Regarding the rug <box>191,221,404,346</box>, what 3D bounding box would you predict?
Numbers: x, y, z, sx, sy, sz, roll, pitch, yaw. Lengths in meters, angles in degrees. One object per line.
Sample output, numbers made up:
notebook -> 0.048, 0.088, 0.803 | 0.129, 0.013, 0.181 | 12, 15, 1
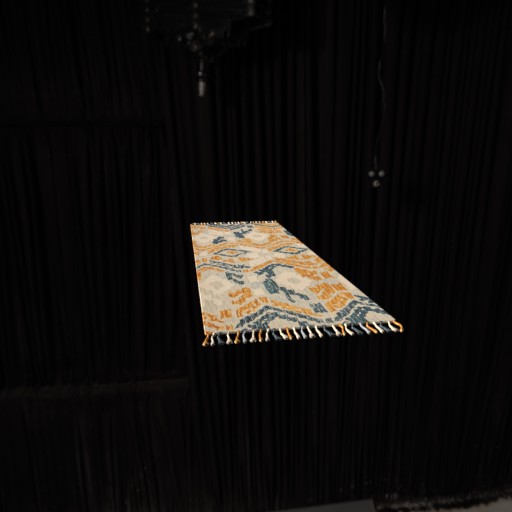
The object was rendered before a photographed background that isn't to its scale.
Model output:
rug -> 0.000, 0.000, 2.777 | 0.783, 0.010, 2.437 | -2, 15, -9
